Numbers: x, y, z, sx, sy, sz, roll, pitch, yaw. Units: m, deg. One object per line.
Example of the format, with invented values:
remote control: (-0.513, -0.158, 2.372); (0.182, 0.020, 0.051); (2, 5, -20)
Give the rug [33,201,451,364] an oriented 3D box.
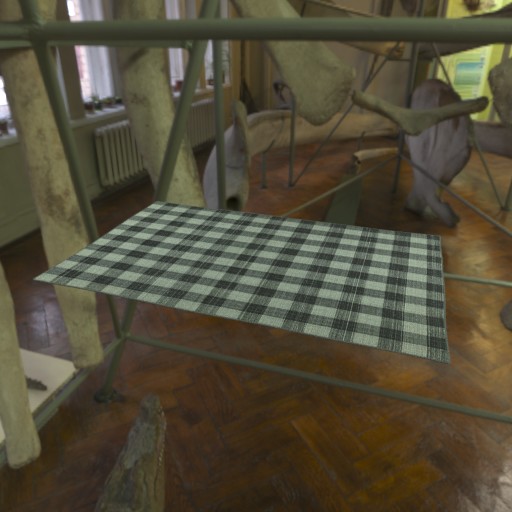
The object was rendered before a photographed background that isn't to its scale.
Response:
rug: (0.000, 0.000, 3.109); (2.476, 0.011, 1.554); (9, 28, 17)
